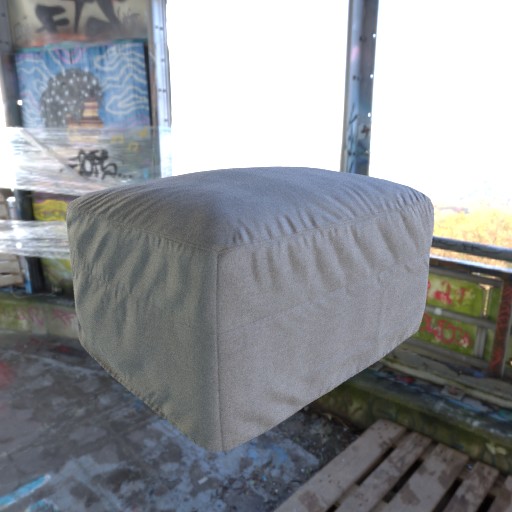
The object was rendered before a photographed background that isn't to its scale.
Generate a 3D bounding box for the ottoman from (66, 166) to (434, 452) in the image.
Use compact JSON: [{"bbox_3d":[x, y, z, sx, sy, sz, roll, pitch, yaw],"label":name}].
[{"bbox_3d":[0.000,0.000,1.235,0.837,0.481,0.683,-14,21,-42],"label":"ottoman"}]
